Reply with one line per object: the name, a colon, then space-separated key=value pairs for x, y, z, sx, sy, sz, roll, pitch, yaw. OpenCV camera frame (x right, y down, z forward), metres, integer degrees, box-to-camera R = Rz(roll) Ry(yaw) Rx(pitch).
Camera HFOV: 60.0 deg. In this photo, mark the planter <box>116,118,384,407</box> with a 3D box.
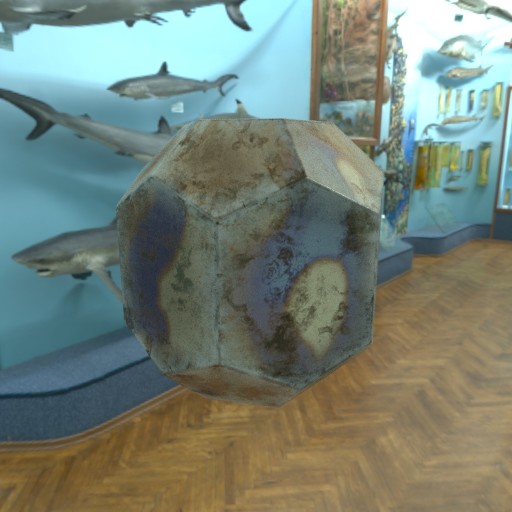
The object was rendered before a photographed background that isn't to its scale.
planter: x=0.000 y=0.000 z=0.414 sx=0.243 sy=0.238 sz=0.221 roll=12 pitch=18 yaw=41
